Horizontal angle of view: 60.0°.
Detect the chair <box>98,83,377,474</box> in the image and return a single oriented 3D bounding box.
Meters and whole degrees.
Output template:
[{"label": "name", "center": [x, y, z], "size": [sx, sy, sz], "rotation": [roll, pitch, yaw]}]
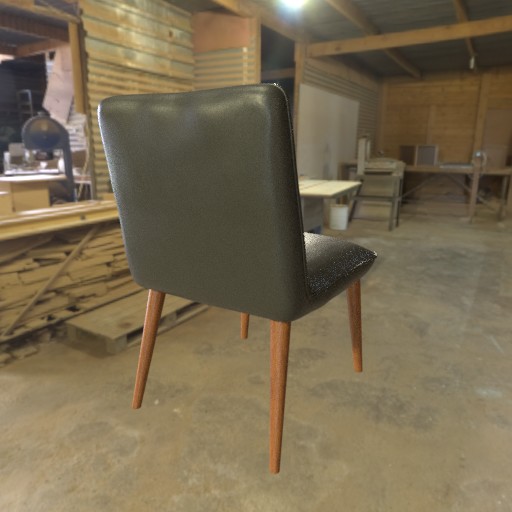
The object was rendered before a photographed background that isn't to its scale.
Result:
[{"label": "chair", "center": [0.000, 0.000, 1.203], "size": [0.543, 0.801, 0.645], "rotation": [8, 16, 28]}]
